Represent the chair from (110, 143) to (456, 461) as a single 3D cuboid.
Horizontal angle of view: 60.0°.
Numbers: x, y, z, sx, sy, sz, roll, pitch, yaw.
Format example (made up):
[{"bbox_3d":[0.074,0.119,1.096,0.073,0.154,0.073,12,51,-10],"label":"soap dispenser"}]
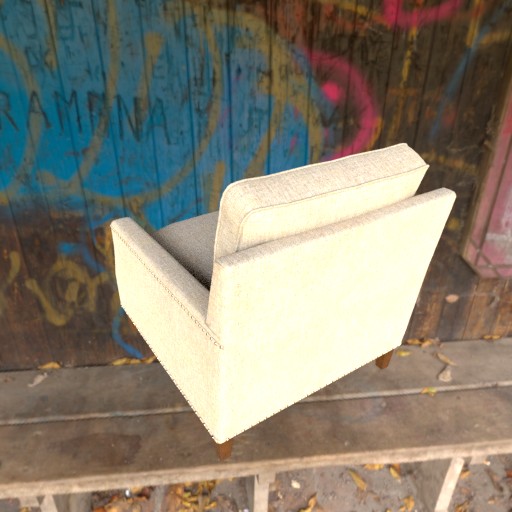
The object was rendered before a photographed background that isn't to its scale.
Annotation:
[{"bbox_3d":[0.000,0.000,1.707,0.853,0.943,1.014,-18,34,-29],"label":"chair"}]
